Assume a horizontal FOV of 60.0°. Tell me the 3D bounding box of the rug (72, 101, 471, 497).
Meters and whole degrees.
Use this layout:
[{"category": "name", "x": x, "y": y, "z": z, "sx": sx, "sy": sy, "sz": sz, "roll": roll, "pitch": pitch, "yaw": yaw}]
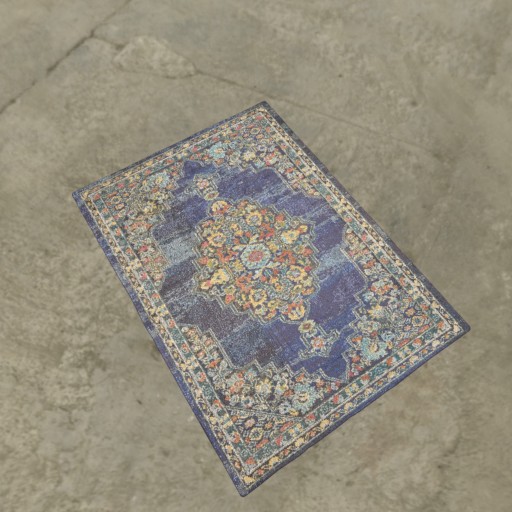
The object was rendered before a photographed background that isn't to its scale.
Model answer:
[{"category": "rug", "x": 0.000, "y": 0.000, "z": 2.865, "sx": 1.630, "sy": 0.009, "sz": 2.232, "roll": -30, "pitch": 67, "yaw": -14}]
